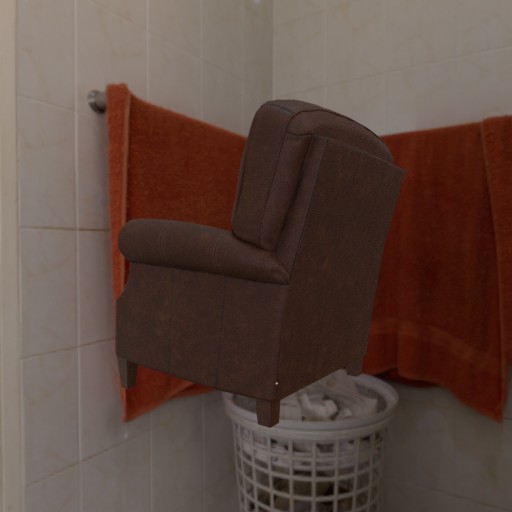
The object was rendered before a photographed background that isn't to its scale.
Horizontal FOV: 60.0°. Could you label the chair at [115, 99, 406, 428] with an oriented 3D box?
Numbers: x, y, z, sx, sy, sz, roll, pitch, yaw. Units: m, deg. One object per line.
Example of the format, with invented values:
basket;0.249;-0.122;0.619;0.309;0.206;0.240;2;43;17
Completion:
chair;0.000;0.000;1.788;0.986;1.018;0.936;1;2;36
